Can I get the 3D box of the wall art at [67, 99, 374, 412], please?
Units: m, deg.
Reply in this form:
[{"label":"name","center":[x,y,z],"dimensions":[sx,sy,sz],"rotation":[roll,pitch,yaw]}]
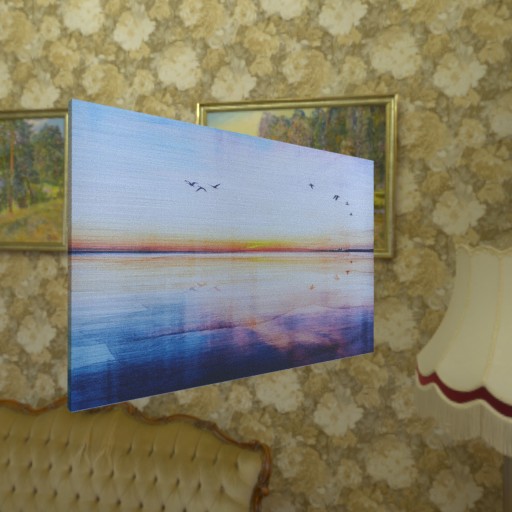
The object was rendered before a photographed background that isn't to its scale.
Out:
[{"label":"wall art","center":[0.000,0.000,1.421],"dimensions":[1.137,0.756,0.034],"rotation":[0,0,-37]}]
